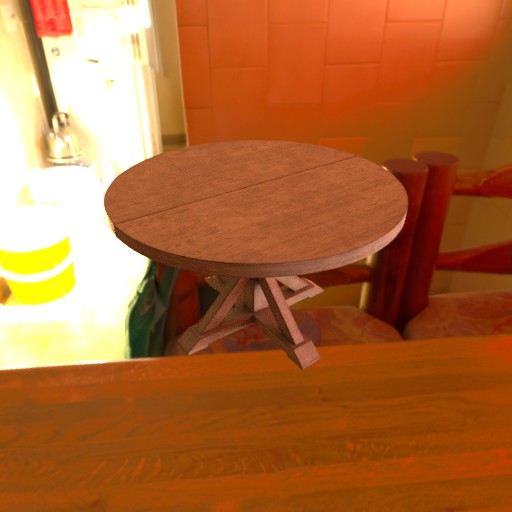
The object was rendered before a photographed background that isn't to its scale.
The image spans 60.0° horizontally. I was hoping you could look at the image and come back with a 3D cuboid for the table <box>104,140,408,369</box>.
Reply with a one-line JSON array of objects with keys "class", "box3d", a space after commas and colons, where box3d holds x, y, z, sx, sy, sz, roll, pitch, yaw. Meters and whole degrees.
[{"class": "table", "box3d": [0.000, 0.000, 2.266, 1.363, 0.781, 1.363, 0, 32, 0]}]
